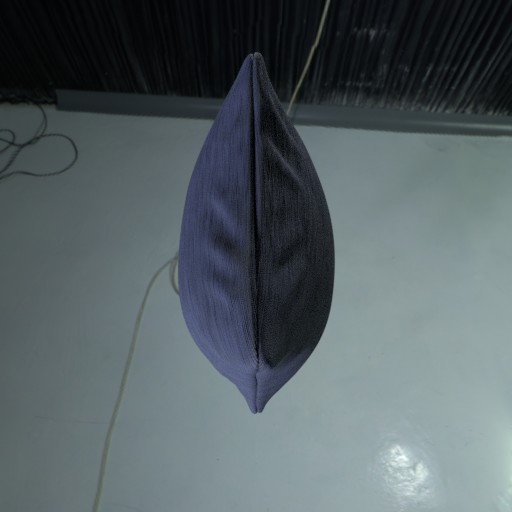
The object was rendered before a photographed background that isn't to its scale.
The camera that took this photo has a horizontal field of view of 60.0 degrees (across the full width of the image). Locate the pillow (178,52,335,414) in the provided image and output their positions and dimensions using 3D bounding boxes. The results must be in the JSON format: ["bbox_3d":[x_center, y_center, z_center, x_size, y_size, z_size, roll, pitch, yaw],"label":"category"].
[{"bbox_3d":[0.000,0.000,0.695,0.246,0.414,0.432,-1,65,0],"label":"pillow"}]
